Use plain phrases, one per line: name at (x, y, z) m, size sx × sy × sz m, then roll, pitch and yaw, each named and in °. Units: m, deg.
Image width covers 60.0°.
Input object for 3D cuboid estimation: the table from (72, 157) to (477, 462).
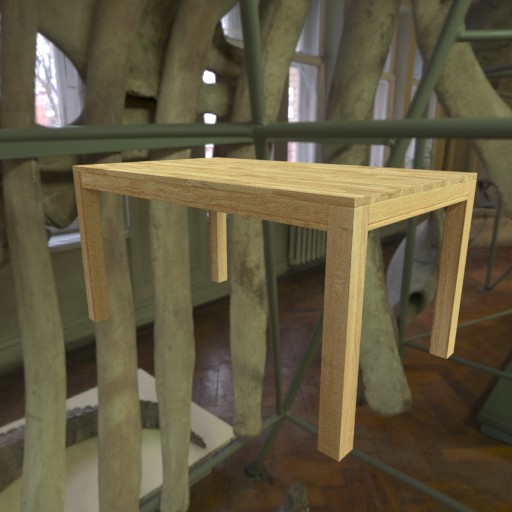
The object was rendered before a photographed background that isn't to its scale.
table at (0.000, 0.000, 1.993) m, size 1.500 × 0.770 × 0.900 m, roll 14°, pitch 21°, yaw 41°
